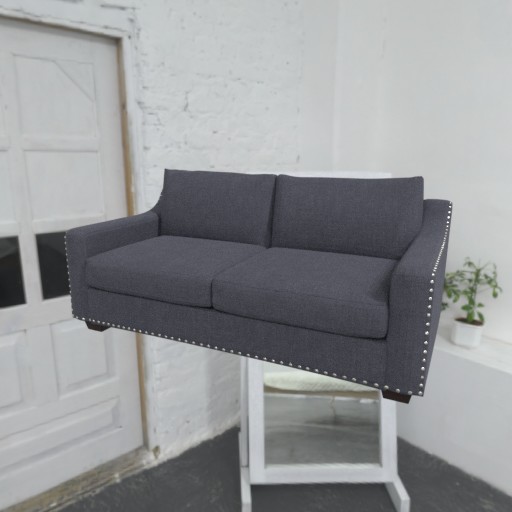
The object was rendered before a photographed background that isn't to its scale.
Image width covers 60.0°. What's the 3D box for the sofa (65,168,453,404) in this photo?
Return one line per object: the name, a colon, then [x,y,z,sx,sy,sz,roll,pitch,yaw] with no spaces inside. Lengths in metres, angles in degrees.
sofa: [0.000,0.000,3.286,2.550,1.196,1.336,7,16,25]
